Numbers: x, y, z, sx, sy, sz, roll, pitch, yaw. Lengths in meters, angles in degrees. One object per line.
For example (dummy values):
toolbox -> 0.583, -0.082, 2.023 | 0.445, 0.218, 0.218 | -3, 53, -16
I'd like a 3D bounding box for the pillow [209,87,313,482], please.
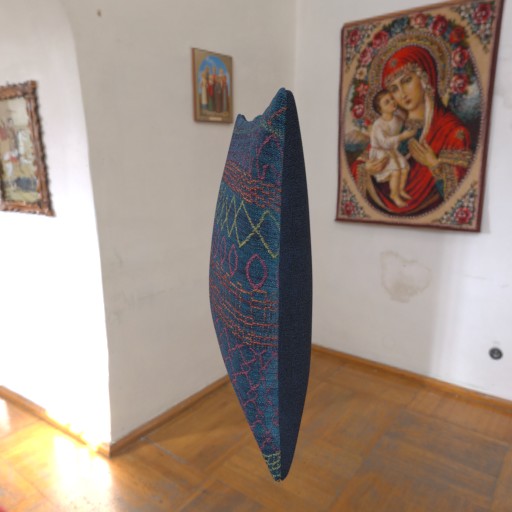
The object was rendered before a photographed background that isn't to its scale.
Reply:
pillow -> 0.000, 0.000, 0.656 | 0.141, 0.431, 0.431 | -2, 14, -7
